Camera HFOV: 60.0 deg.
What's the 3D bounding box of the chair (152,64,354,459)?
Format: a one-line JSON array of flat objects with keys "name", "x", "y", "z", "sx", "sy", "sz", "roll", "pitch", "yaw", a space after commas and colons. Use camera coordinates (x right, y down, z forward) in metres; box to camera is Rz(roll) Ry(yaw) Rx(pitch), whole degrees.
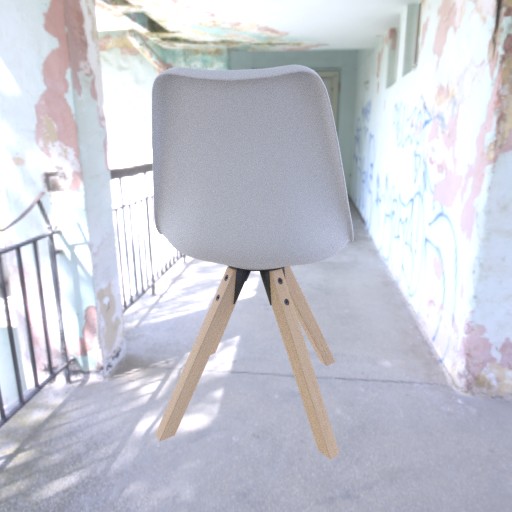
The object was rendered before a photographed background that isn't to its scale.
[{"name": "chair", "x": 0.000, "y": 0.000, "z": 1.148, "sx": 0.485, "sy": 0.850, "sz": 0.550, "roll": 2, "pitch": 16, "yaw": 8}]
